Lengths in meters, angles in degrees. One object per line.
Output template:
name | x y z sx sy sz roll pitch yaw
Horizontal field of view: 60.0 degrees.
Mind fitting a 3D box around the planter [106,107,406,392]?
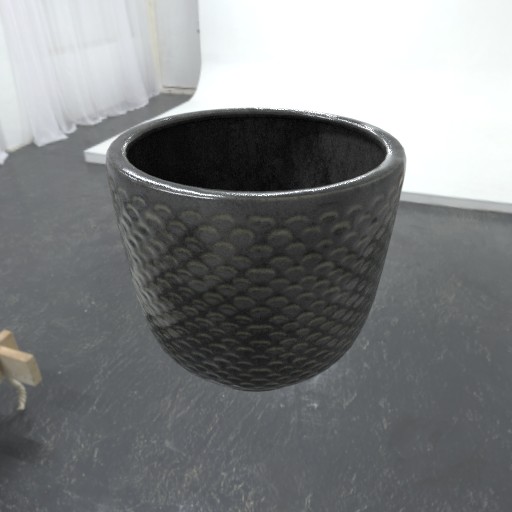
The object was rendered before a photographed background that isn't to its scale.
planter | 0.000 0.000 0.244 0.140 0.129 0.140 0 31 0
